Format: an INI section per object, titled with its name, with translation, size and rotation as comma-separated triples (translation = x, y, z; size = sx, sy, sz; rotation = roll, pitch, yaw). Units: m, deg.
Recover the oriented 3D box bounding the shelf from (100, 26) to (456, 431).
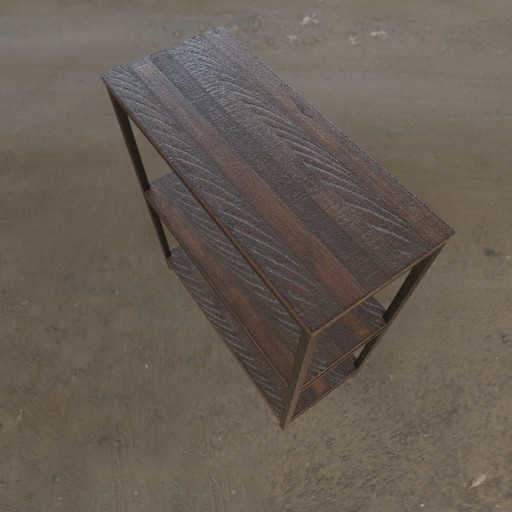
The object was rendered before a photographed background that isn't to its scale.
[shelf]
translation = 0.000, 0.000, 1.371
size = 0.352, 0.947, 0.822
rotation = -31, 64, -17
